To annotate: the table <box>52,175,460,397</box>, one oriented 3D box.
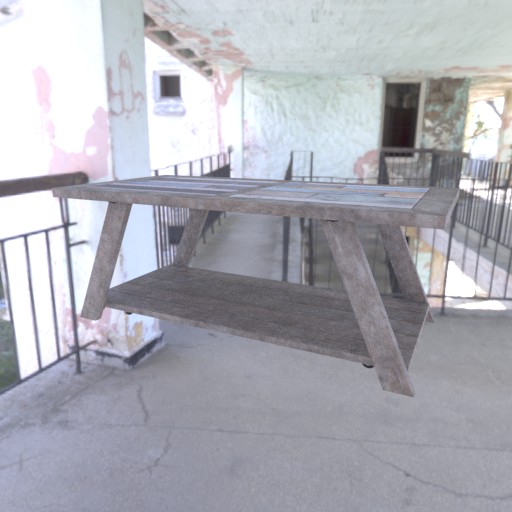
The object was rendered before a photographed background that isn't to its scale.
[{"bbox_3d":[0.000,0.000,1.540,1.219,0.470,0.610,7,17,25],"label":"table"}]
